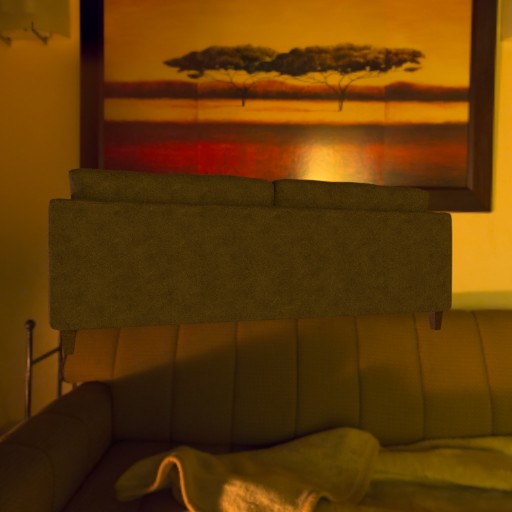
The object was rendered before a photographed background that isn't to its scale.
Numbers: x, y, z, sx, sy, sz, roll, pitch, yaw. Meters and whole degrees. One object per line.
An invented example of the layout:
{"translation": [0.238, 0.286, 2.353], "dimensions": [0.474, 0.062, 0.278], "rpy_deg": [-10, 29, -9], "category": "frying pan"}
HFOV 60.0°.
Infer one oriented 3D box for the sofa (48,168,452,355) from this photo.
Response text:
{"translation": [0.000, 0.000, 2.949], "dimensions": [2.434, 0.965, 0.951], "rpy_deg": [0, 0, -18], "category": "sofa"}
